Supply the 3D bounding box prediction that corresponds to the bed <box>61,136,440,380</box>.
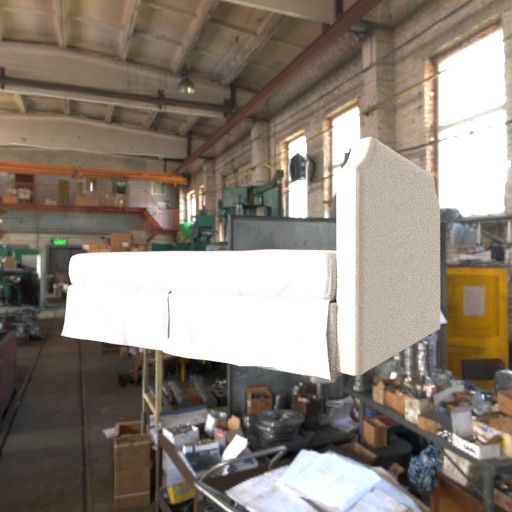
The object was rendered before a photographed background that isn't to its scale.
[{"bbox_3d":[0.000,0.000,3.652,2.498,1.293,1.977,0,0,35],"label":"bed"}]
